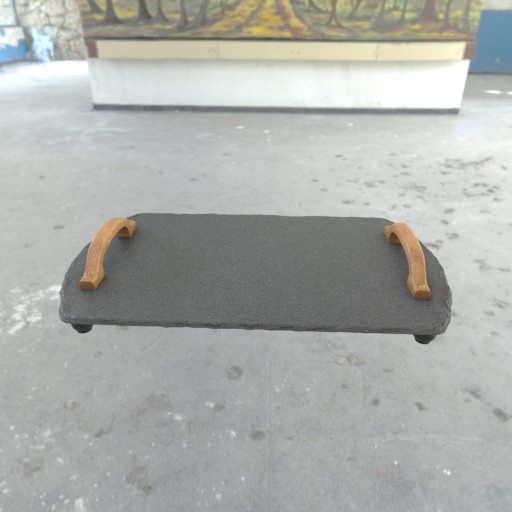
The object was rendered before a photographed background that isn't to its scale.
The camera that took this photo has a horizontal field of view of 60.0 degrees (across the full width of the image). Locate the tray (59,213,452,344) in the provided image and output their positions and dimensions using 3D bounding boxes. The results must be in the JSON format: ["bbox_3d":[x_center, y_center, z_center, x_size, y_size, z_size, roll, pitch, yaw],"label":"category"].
[{"bbox_3d":[0.000,0.000,0.468,0.387,0.062,0.231,1,29,2],"label":"tray"}]
